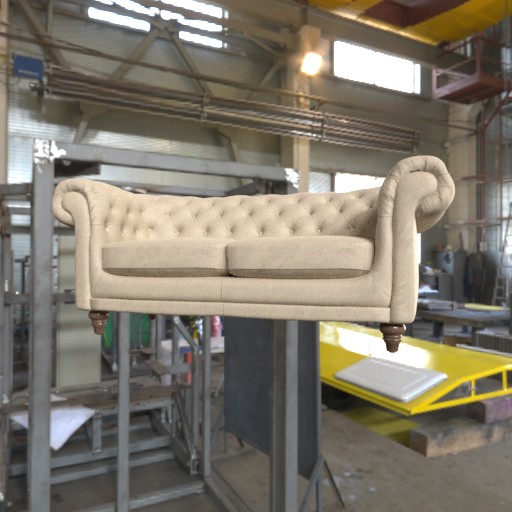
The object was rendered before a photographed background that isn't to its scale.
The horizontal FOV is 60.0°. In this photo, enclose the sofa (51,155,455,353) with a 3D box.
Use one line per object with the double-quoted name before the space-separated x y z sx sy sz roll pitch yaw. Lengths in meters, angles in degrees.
"sofa" 0.000 0.000 2.528 1.988 0.835 1.069 0 0 18
